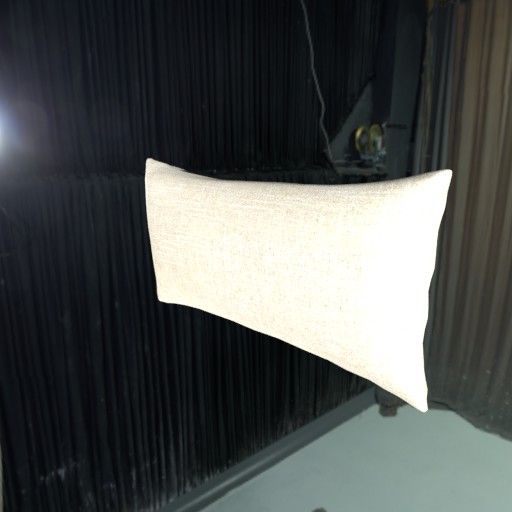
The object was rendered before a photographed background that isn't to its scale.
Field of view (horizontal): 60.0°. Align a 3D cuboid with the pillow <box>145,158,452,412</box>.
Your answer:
[{"bbox_3d":[0.000,0.000,1.026,0.197,0.429,0.859,-14,20,-43],"label":"pillow"}]
